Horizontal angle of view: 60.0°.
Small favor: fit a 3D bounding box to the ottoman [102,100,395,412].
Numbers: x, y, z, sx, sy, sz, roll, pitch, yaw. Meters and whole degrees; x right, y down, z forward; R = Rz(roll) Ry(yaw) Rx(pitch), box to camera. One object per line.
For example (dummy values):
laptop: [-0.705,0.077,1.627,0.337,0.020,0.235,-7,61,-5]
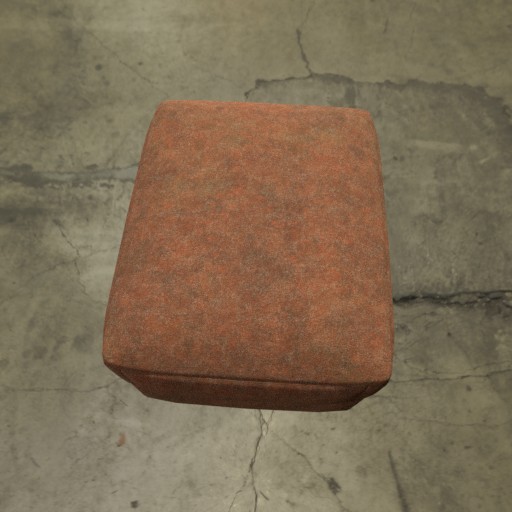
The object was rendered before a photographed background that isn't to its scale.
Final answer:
ottoman: [0.000,0.000,1.207,0.635,0.508,0.787,3,63,2]
